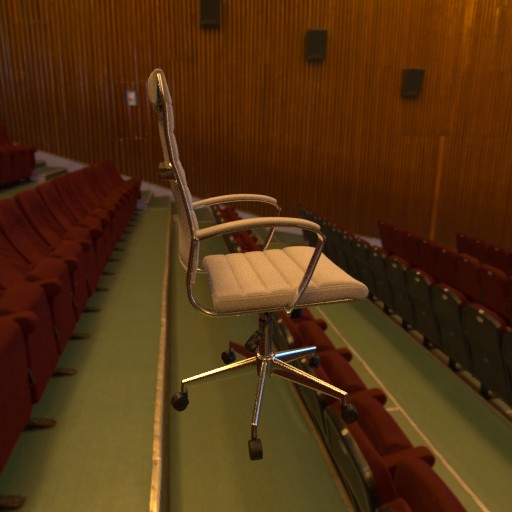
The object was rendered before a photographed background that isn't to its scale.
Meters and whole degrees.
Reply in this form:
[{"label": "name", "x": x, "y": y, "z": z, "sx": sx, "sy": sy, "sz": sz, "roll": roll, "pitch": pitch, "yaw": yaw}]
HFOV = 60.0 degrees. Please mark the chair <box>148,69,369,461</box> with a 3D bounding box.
[{"label": "chair", "x": 0.000, "y": 0.000, "z": 1.555, "sx": 0.667, "sy": 1.149, "sz": 0.679, "roll": -3, "pitch": 15, "yaw": -10}]
